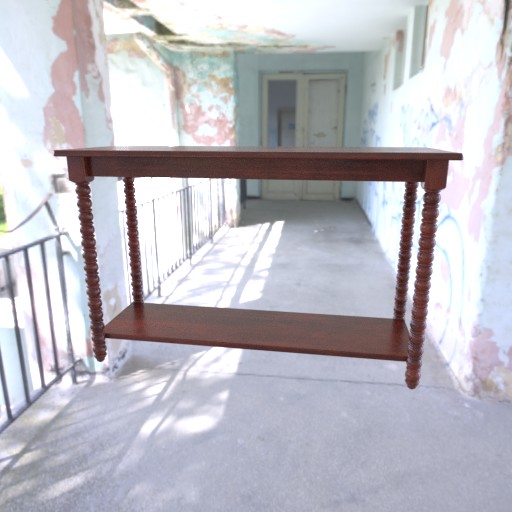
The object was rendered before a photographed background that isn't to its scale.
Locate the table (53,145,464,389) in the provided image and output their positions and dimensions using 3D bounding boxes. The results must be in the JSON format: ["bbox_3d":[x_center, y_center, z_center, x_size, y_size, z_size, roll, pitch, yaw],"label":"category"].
[{"bbox_3d":[0.000,0.000,1.569,1.184,0.740,0.459,3,16,9],"label":"table"}]
